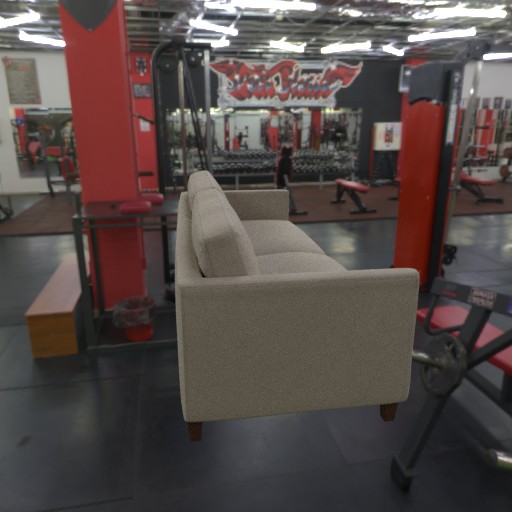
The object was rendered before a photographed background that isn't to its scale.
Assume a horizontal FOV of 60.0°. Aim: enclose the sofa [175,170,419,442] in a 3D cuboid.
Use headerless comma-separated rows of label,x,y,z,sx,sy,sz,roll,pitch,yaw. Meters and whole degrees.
sofa,0.000,0.000,2.844,0.988,0.912,2.404,-3,17,-9
